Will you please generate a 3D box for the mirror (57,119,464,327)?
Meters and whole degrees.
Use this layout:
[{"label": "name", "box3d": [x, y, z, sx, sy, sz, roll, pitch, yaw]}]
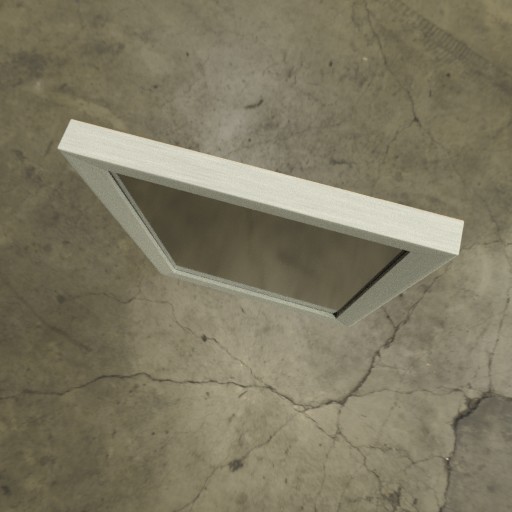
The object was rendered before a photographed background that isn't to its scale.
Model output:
[{"label": "mirror", "box3d": [0.000, 0.000, 0.678, 0.405, 0.508, 0.041, 15, 74, 5]}]
